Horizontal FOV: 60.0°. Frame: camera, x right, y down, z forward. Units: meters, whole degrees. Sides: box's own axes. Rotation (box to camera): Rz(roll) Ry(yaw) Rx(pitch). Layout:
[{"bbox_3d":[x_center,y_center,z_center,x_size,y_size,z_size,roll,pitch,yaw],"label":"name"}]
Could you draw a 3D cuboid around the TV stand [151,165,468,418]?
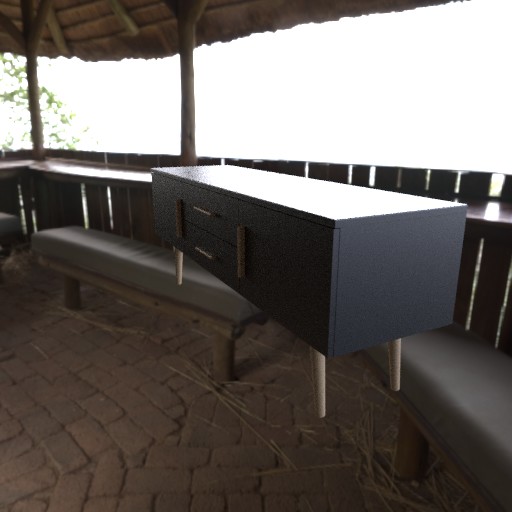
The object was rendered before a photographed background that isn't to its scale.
[{"bbox_3d":[0.000,0.000,1.537,0.390,0.518,1.312,-8,18,-27],"label":"TV stand"}]
